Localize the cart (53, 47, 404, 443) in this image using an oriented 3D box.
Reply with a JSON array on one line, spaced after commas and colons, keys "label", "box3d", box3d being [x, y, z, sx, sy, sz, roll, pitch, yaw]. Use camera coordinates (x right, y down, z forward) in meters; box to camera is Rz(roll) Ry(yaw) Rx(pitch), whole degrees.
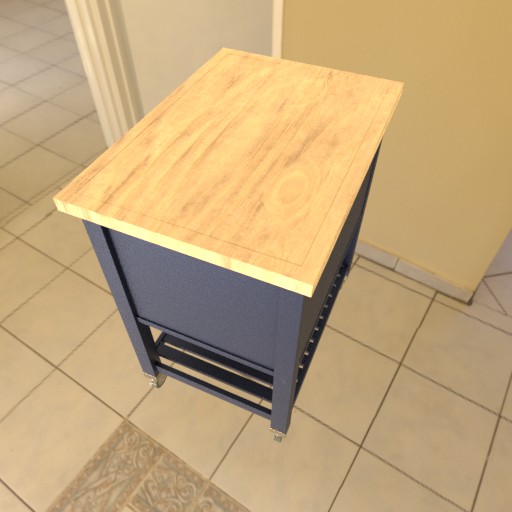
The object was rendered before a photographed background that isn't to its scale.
[{"label": "cart", "box3d": [0.000, 0.000, 1.426, 0.567, 0.920, 0.797, 18, 51, 16]}]
